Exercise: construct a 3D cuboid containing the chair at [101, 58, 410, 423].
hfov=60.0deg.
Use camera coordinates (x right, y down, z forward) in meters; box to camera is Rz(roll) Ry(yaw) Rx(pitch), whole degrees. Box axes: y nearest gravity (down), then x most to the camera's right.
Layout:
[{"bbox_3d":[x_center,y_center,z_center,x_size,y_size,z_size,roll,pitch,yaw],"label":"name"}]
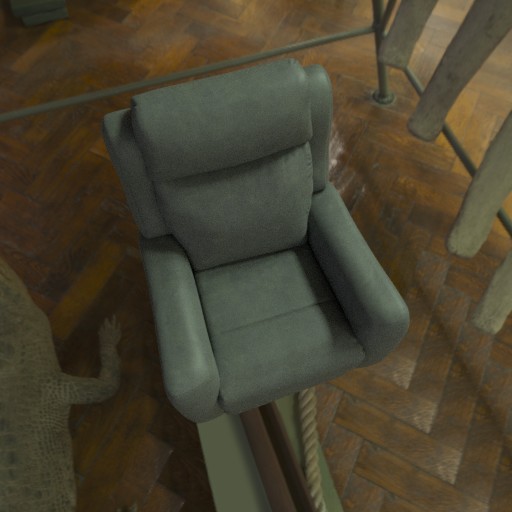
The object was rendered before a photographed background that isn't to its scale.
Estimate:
[{"bbox_3d":[0.000,0.000,1.869,0.965,1.116,1.068,-16,66,-7],"label":"chair"}]
